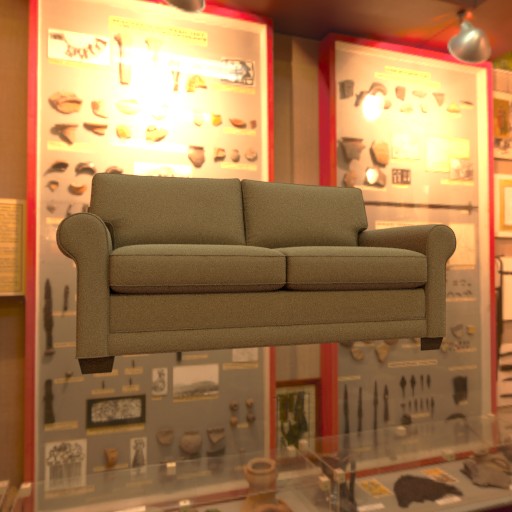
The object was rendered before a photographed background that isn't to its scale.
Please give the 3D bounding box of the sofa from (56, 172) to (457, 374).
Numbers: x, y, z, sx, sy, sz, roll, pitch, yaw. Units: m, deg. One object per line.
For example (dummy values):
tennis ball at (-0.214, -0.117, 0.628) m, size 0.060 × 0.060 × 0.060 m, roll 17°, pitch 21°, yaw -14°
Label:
sofa at (0.000, 0.000, 2.389) m, size 1.930 × 0.952 × 0.940 m, roll 0°, pitch -1°, yaw -18°
